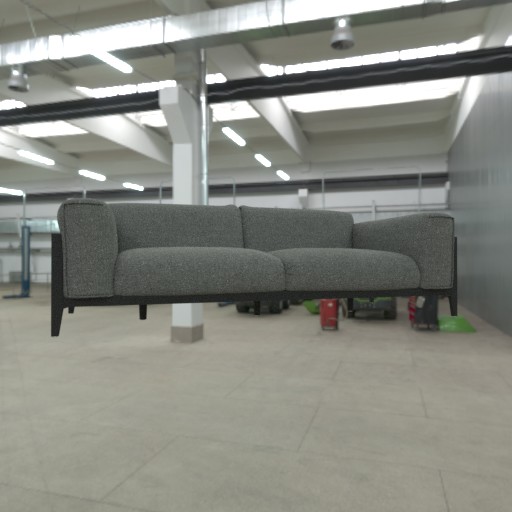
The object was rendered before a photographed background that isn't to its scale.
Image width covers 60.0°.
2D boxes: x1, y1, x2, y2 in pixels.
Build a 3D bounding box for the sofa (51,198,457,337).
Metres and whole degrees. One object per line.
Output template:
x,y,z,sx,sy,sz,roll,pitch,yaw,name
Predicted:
0.000,0.000,2.637,2.125,0.703,0.985,0,0,-18,sofa
